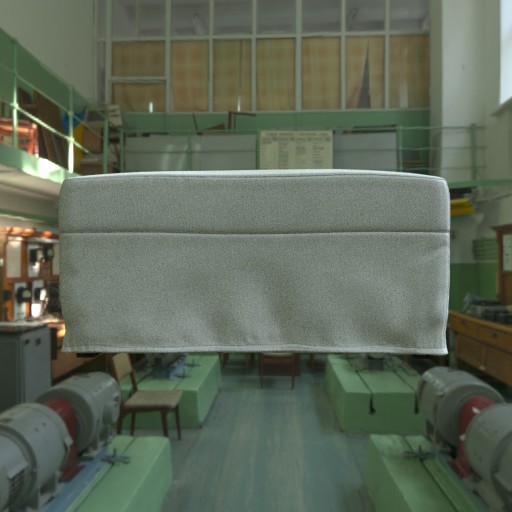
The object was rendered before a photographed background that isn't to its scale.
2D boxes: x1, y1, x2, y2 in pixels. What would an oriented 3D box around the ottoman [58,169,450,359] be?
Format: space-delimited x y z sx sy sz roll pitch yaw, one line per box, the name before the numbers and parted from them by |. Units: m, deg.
ottoman | 0.000 0.000 1.324 0.842 0.441 0.843 0 -1 1
